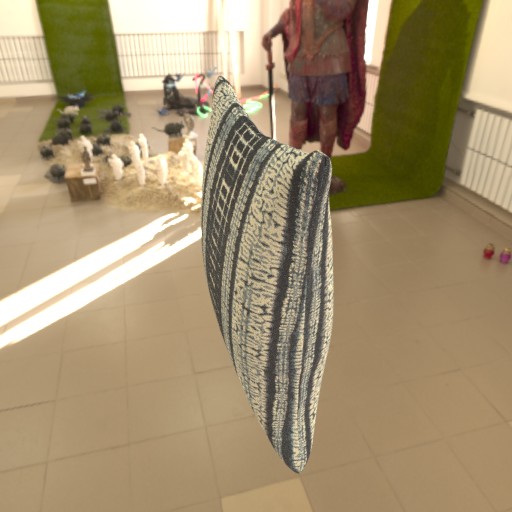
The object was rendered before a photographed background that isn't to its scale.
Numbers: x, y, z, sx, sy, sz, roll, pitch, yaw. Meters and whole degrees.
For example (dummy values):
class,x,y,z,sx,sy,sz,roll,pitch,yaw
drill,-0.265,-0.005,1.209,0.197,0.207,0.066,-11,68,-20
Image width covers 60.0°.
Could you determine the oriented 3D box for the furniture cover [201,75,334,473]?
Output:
class,x,y,z,sx,sy,sz,roll,pitch,yaw
furniture cover,0.000,0.000,0.650,0.133,0.435,0.425,-8,32,-13
